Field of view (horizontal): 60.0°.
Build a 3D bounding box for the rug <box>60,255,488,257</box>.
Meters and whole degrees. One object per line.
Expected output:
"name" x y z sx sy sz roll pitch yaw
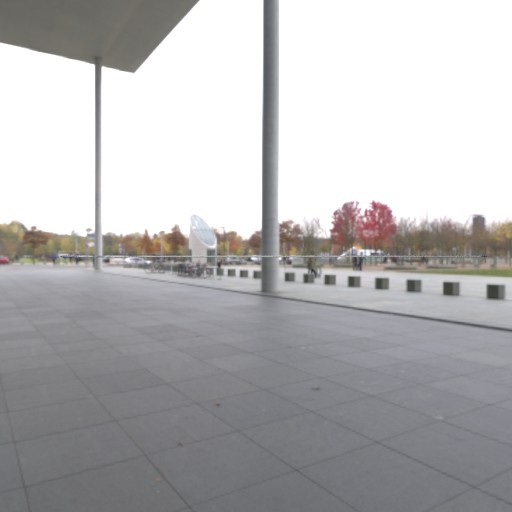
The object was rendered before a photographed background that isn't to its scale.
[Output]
"rug" 0.000 0.000 4.439 3.416 0.016 2.471 0 0 -18
